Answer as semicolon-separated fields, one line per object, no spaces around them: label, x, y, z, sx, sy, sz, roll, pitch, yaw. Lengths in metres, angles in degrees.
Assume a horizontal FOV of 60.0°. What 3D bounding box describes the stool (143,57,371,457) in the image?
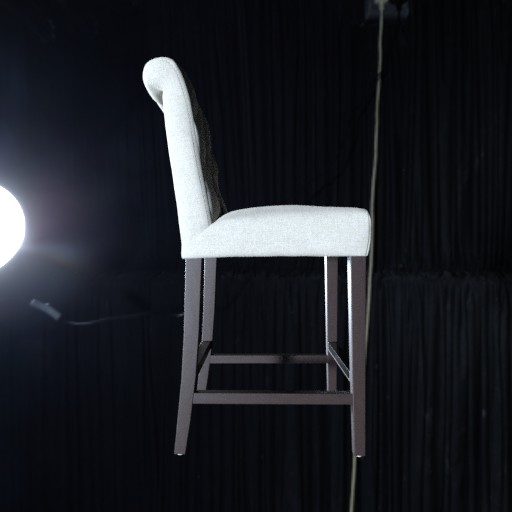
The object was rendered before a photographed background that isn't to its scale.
stool;0.000;0.000;1.371;0.601;1.040;0.493;0;1;0
